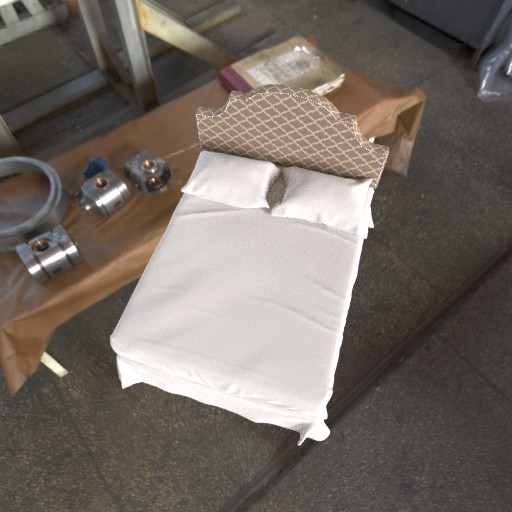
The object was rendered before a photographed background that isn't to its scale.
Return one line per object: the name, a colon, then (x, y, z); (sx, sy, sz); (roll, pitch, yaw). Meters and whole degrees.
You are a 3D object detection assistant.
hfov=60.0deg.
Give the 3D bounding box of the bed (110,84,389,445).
bed: (0.000, 0.000, 3.401); (1.780, 1.633, 2.222); (15, 60, 9)
